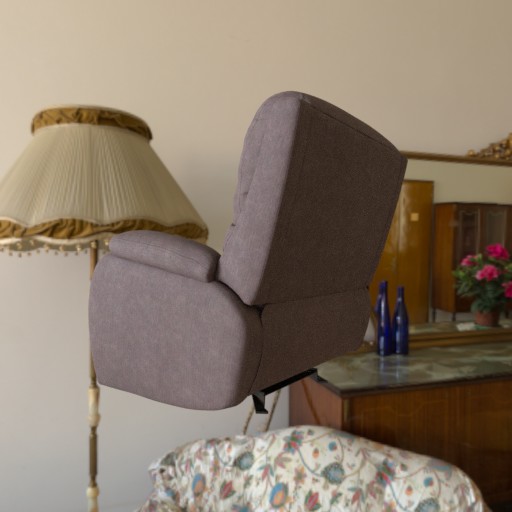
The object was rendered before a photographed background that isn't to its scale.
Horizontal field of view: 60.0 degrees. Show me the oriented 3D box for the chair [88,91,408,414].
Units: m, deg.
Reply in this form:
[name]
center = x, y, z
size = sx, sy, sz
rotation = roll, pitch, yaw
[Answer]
[chair]
center = 0.000, 0.000, 1.708
size = 0.899, 1.011, 0.930
rotation = 0, 1, 36
